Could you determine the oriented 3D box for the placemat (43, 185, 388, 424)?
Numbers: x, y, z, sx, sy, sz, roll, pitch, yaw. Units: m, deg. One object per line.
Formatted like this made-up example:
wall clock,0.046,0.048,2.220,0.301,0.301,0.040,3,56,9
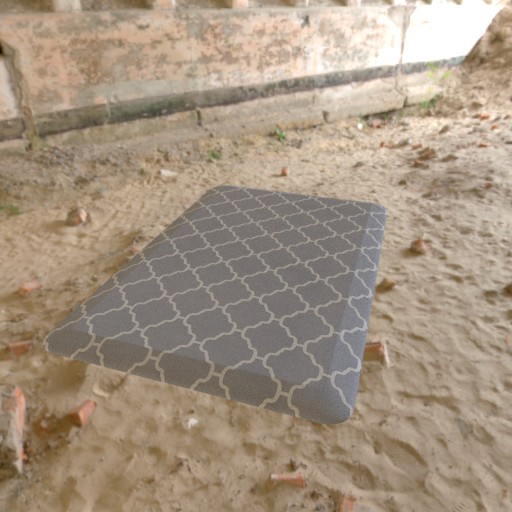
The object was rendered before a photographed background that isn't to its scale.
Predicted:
placemat,0.000,0.000,0.954,0.508,0.021,0.762,9,31,16
